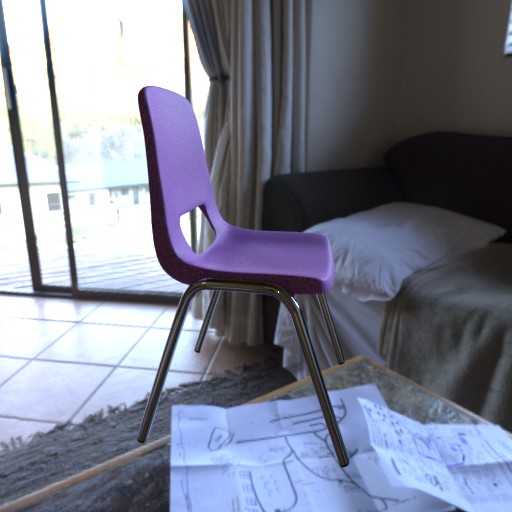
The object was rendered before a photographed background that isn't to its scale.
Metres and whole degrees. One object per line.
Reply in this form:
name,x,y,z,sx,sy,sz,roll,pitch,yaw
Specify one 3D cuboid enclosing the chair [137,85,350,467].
chair,0.000,0.000,0.683,0.301,0.493,0.291,3,16,9
